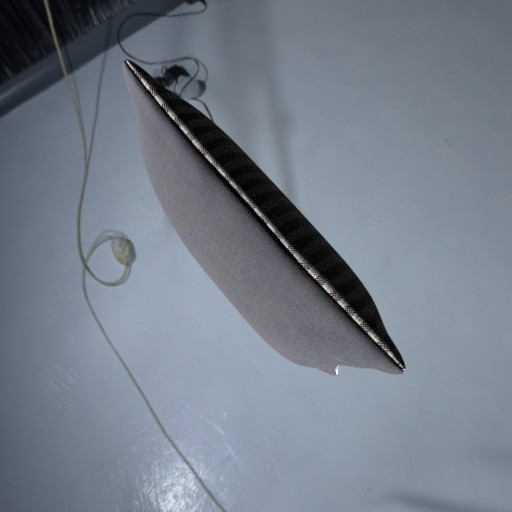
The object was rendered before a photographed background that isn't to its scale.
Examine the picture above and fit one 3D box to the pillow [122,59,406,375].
[{"bbox_3d":[0.000,0.000,0.767,0.166,0.506,0.523,-39,78,-10],"label":"pillow"}]
